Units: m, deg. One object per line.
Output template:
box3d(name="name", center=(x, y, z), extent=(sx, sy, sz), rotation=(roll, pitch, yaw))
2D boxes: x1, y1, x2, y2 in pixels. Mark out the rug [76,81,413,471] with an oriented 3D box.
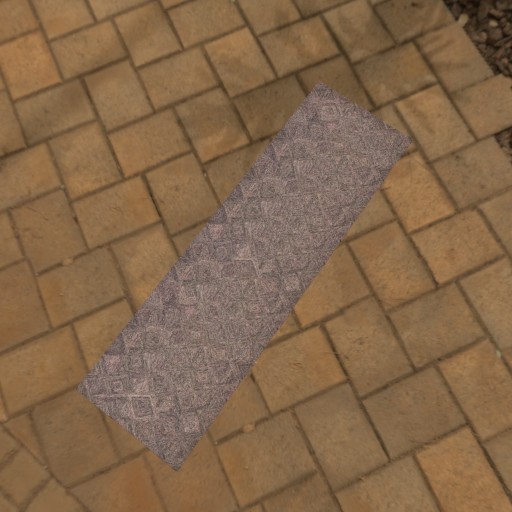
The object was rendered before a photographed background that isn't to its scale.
box3d(name="rug", center=(0.000, 0.000, 2.511), extent=(0.691, 0.011, 2.296), rotation=(35, 79, 8))
